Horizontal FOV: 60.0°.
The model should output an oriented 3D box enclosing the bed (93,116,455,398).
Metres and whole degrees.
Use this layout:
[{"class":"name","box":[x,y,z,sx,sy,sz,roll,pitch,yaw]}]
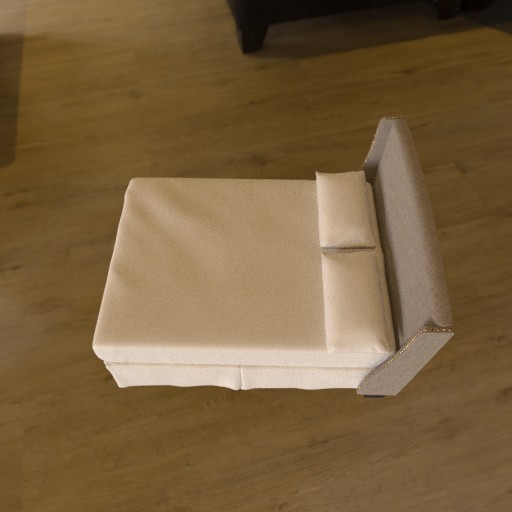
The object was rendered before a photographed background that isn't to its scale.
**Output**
[{"class":"bed","box":[0.000,0.000,3.352,2.237,1.407,1.710,1,58,1]}]
